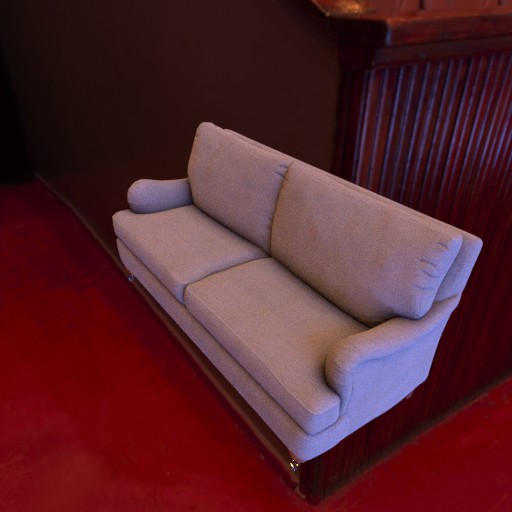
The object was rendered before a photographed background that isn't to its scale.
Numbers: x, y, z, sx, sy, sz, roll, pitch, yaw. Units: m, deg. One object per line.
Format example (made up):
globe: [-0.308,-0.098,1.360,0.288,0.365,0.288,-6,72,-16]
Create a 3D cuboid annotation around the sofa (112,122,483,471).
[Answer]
sofa: [0.000,0.000,2.733,1.069,1.096,2.193,-22,39,-30]
